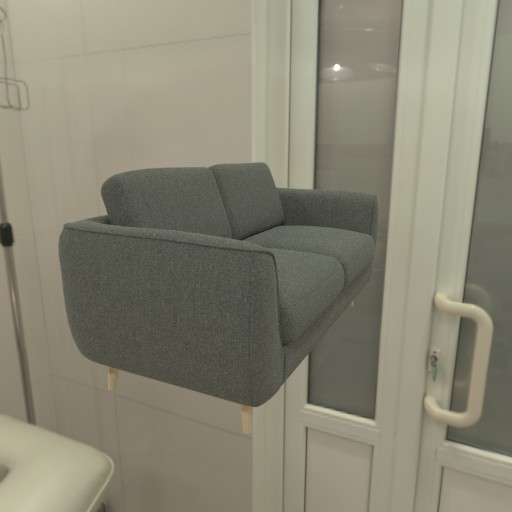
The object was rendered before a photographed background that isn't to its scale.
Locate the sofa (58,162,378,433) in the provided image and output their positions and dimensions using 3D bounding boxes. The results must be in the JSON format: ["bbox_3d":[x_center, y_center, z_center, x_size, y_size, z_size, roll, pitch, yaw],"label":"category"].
[{"bbox_3d":[0.000,0.000,2.173,0.920,0.870,1.700,7,16,26],"label":"sofa"}]
